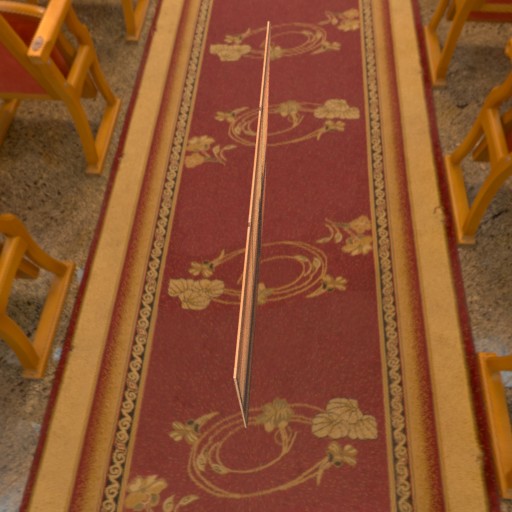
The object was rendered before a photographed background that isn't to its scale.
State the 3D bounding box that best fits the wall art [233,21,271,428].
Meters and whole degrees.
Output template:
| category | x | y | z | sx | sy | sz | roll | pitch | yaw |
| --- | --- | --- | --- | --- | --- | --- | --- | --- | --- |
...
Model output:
| category | x | y | z | sx | sy | sz | roll | pitch | yaw |
| --- | --- | --- | --- | --- | --- | --- | --- | --- | --- |
| wall art | 0.000 | 0.000 | 2.270 | 0.013 | 1.525 | 1.520 | 4 | 64 | 2 |
